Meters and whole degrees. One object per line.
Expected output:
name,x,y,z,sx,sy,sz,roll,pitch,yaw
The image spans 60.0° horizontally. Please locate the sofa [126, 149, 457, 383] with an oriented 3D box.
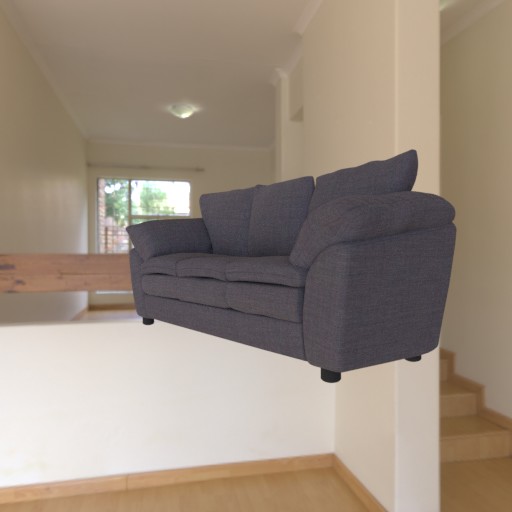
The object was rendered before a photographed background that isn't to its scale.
sofa,0.000,0.000,2.883,0.883,1.080,2.336,0,0,-37
